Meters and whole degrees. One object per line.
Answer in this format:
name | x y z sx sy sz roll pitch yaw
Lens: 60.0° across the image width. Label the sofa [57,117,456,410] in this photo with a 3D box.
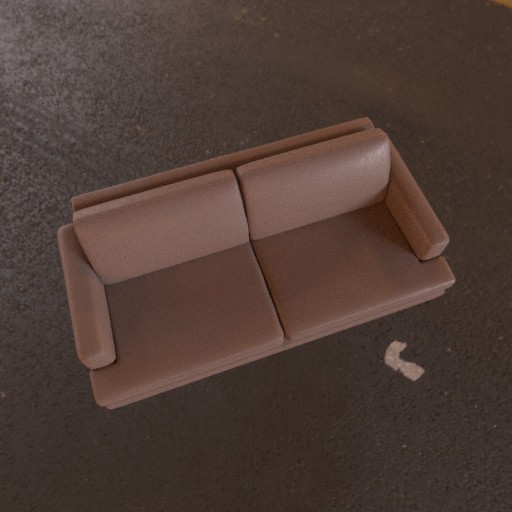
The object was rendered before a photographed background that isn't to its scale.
sofa | 0.000 0.000 2.394 1.940 0.765 0.974 -17 65 -8
